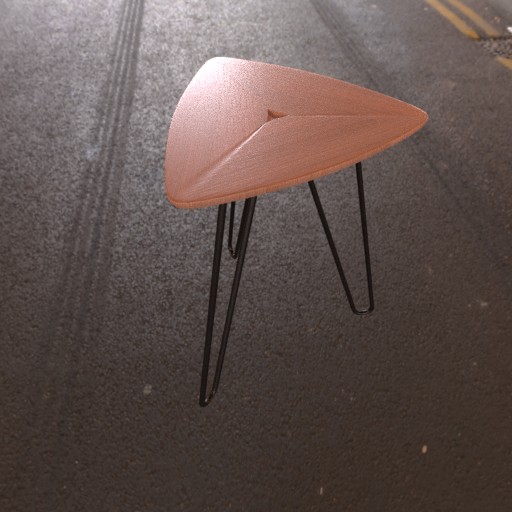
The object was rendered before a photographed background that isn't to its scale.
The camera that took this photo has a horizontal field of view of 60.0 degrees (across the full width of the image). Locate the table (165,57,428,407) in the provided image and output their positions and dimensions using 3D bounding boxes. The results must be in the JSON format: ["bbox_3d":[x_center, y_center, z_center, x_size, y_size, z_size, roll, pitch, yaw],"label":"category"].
[{"bbox_3d":[0.000,0.000,0.888,0.442,0.564,0.455,24,51,21],"label":"table"}]
